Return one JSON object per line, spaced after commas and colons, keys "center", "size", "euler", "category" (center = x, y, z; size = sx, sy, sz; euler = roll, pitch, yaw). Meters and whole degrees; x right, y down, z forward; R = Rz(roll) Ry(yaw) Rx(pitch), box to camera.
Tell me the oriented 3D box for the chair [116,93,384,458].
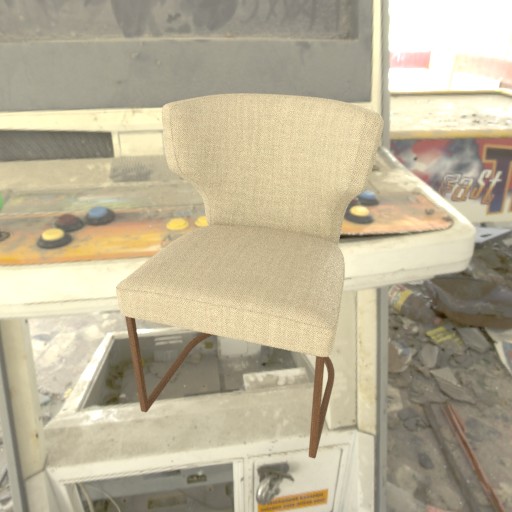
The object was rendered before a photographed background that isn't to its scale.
{"center": [0.000, 0.000, 1.284], "size": [0.611, 0.824, 0.617], "euler": [9, 29, 16], "category": "chair"}
